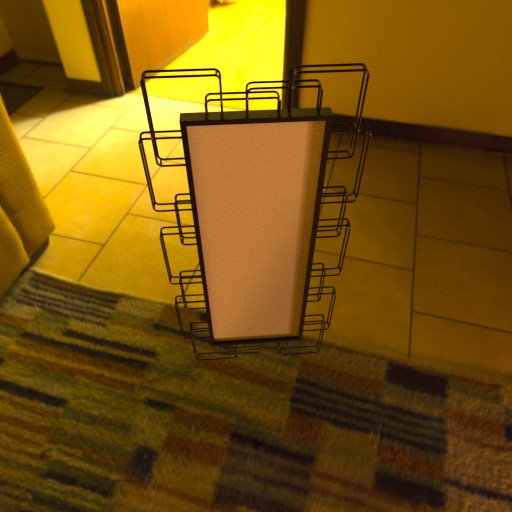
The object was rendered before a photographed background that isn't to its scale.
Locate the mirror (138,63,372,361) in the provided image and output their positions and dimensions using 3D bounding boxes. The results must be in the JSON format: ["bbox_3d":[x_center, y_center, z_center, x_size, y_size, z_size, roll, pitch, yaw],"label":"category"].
[{"bbox_3d":[0.000,0.000,1.399,0.565,1.192,0.037,-3,47,-3],"label":"mirror"}]
